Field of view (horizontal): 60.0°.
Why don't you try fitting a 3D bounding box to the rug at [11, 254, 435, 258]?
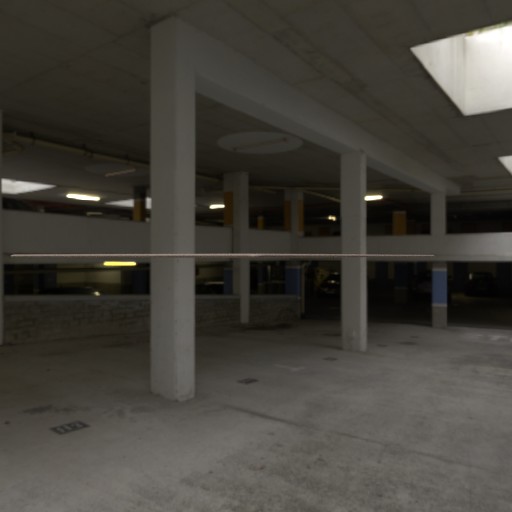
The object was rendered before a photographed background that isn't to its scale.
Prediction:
[{"bbox_3d":[0.000,0.000,2.629,1.517,0.013,2.115,0,0,36],"label":"rug"}]
